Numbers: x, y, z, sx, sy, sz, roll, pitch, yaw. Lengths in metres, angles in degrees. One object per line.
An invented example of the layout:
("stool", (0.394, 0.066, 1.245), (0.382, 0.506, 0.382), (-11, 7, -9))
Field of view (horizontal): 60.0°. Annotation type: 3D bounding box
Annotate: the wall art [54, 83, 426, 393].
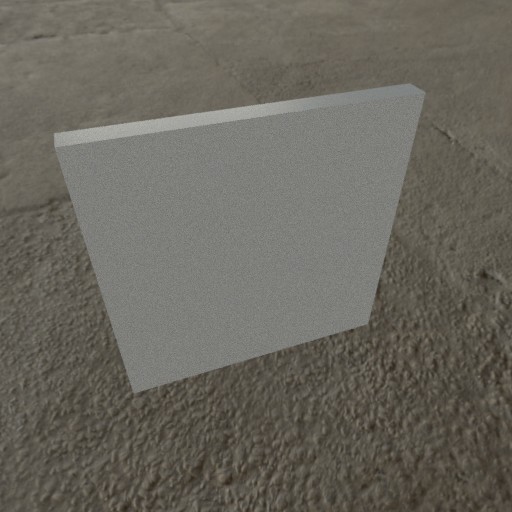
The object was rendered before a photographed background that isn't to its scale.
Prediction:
("wall art", (0.000, 0.000, 0.527), (0.355, 0.355, 0.027), (-13, 42, -15))
